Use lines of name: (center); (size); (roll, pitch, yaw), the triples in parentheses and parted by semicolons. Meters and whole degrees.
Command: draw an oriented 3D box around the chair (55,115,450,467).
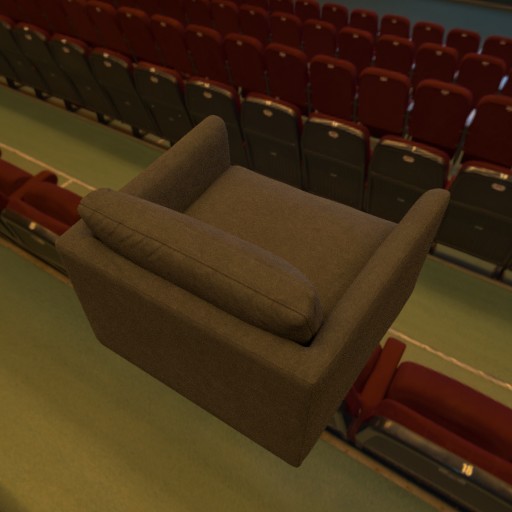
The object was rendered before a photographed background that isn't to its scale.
chair: (0.000, 0.000, 1.849); (1.190, 0.845, 1.091); (24, 50, 22)
